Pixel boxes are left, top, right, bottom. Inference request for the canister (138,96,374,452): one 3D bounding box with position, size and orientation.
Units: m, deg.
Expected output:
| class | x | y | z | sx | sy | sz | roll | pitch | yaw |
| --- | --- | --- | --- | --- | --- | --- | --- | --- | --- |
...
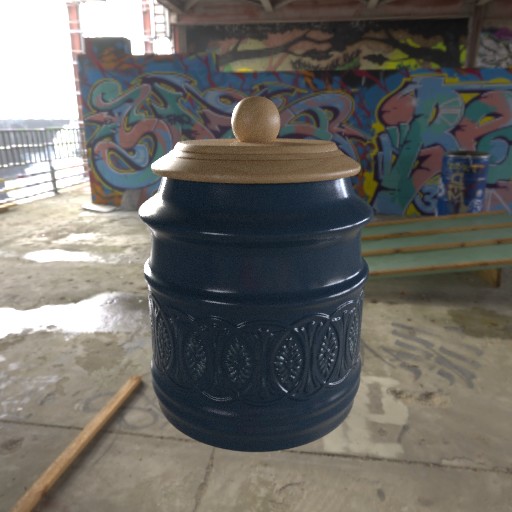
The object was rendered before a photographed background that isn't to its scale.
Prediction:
| class | x | y | z | sx | sy | sz | roll | pitch | yaw |
| --- | --- | --- | --- | --- | --- | --- | --- | --- | --- |
| canister | 0.000 | 0.000 | 0.260 | 0.130 | 0.176 | 0.130 | 0 | 17 | 0 |
